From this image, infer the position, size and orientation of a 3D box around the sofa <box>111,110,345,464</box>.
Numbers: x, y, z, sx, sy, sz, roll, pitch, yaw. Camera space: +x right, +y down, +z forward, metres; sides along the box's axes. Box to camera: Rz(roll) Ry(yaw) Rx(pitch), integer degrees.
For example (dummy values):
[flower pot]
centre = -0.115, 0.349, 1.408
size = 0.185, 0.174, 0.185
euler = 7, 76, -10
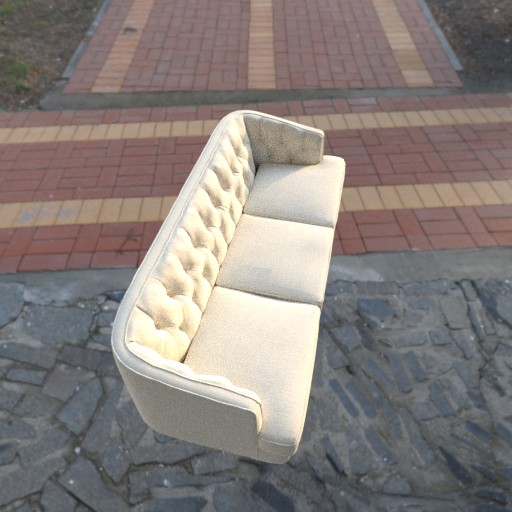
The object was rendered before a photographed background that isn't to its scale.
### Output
[sofa]
centre = 0.000, 0.000, 2.824
size = 0.941, 0.855, 2.278
euler = 10, 48, 9
